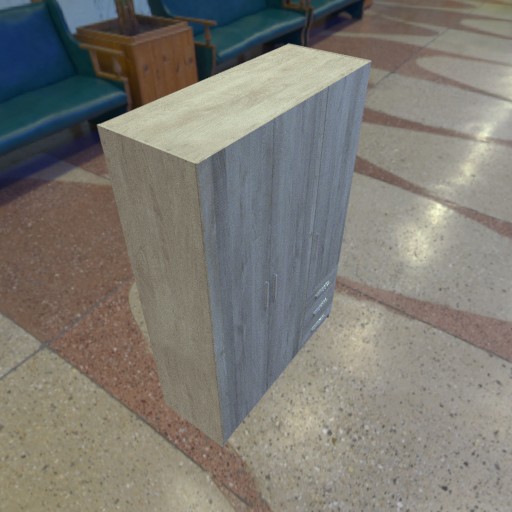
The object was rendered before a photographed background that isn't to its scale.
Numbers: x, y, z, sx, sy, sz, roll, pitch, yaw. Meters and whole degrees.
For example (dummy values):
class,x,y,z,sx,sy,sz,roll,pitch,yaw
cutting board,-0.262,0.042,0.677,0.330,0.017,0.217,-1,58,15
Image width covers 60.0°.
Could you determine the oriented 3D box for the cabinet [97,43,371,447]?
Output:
class,x,y,z,sx,sy,sz,roll,pitch,yaw
cabinet,0.000,0.000,2.538,0.510,1.910,1.290,26,47,27
